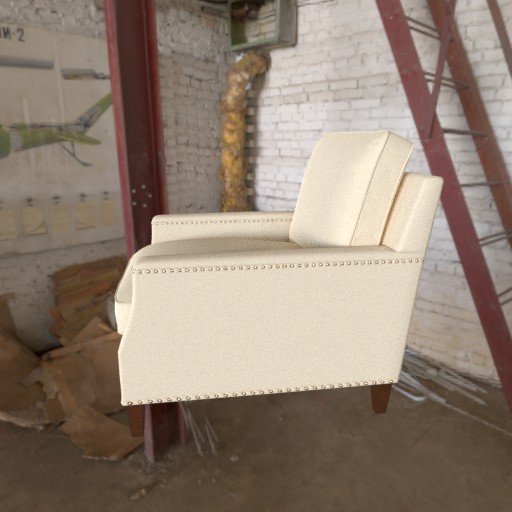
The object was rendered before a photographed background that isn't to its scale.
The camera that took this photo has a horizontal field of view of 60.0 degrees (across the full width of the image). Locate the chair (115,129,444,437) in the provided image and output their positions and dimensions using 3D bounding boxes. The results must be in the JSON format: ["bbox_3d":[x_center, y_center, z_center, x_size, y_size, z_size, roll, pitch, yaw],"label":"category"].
[{"bbox_3d":[0.000,0.000,1.729,1.014,0.943,0.853,-2,15,-8],"label":"chair"}]
